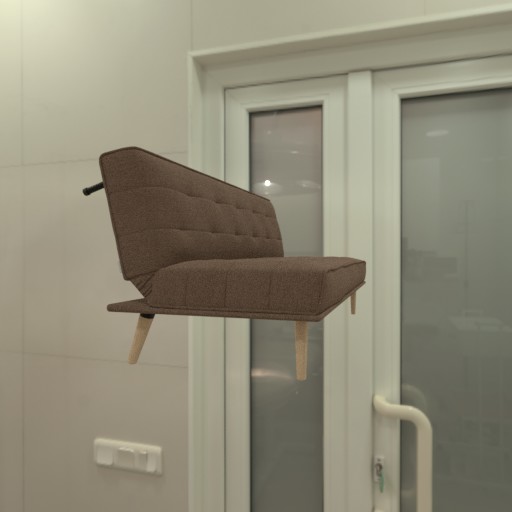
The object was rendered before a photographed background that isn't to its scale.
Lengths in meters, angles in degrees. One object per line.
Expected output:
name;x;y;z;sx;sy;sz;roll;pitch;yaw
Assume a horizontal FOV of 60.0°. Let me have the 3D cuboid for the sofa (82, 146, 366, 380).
sofa;0.000;0.000;2.375;1.038;0.810;1.820;0;0;18
